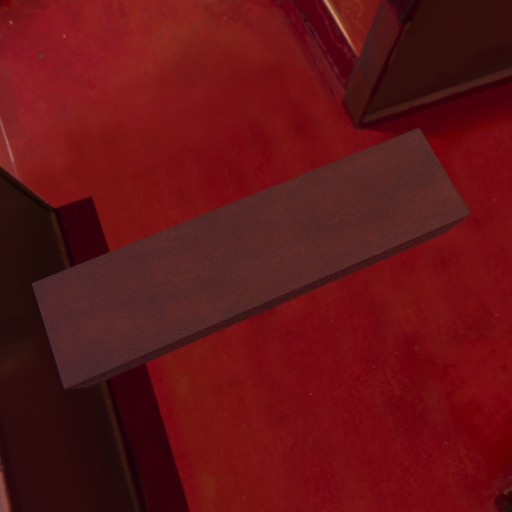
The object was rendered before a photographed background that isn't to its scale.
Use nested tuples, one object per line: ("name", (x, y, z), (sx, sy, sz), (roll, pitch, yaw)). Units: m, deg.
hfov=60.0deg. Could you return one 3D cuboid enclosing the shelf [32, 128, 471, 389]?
("shelf", (0.000, 0.000, 0.666), (0.607, 0.088, 0.152), (-23, 76, -6))
